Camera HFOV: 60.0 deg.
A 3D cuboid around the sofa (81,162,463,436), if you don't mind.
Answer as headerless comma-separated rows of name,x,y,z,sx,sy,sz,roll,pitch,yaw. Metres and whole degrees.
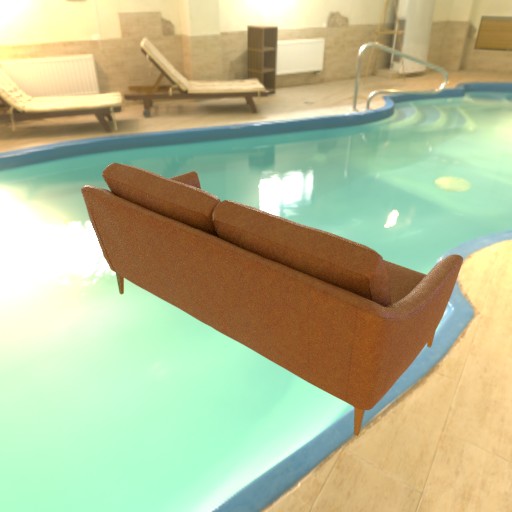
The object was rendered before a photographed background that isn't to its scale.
sofa,0.000,0.000,2.592,2.036,0.945,0.981,23,38,32
